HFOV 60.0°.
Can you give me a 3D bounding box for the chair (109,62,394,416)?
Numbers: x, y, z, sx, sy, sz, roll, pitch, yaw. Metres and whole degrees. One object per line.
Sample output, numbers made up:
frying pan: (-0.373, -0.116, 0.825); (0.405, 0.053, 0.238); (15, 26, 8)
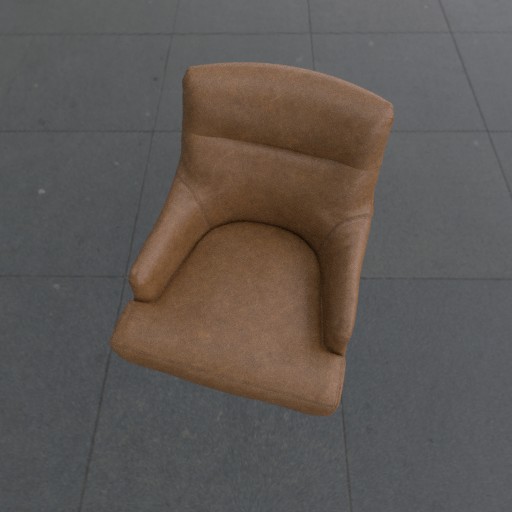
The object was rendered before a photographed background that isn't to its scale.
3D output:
chair: (0.000, 0.000, 1.492); (0.729, 0.869, 0.874); (14, 59, 8)
